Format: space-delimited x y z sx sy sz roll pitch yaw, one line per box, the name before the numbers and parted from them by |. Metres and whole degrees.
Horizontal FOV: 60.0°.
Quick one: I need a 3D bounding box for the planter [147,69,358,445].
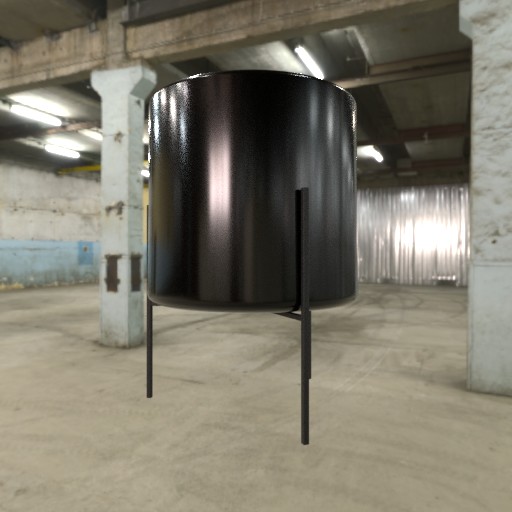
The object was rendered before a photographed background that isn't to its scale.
planter | 0.000 0.000 0.656 0.310 0.432 0.310 0 0 -37
